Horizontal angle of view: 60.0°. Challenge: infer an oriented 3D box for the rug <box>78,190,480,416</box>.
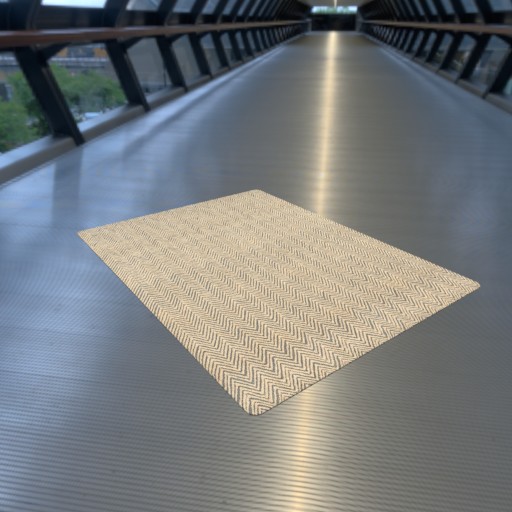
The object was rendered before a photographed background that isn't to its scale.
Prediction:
[{"bbox_3d":[0.000,0.000,4.267,2.439,0.014,3.207,-19,32,-32],"label":"rug"}]
